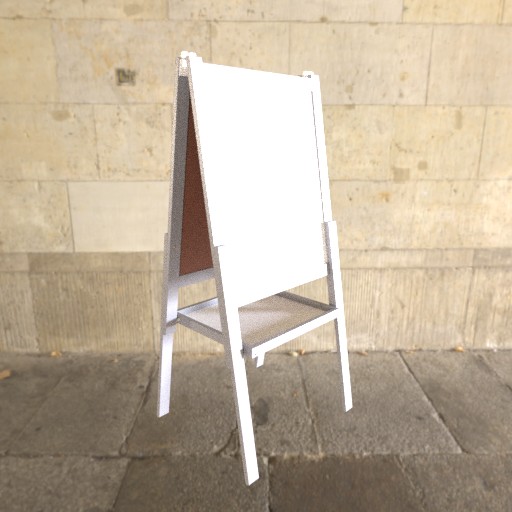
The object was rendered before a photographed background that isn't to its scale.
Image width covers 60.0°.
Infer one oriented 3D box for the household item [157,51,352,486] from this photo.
[{"bbox_3d":[0.000,0.000,1.452,0.469,1.172,0.531,14,21,43],"label":"household item"}]
